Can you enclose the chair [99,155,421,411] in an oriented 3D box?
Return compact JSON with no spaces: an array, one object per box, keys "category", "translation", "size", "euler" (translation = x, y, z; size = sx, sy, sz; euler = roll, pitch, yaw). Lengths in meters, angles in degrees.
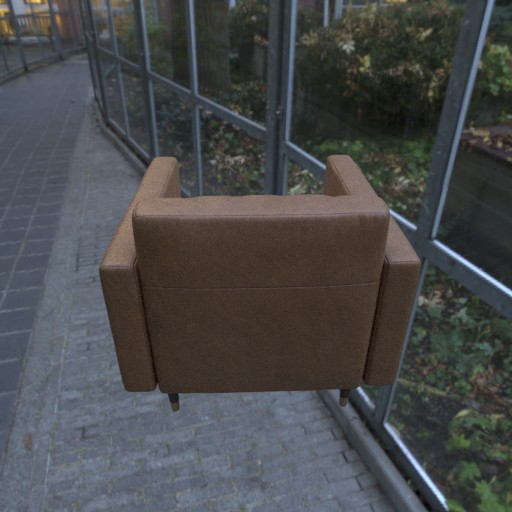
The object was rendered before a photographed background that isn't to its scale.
[{"category":"chair","translation":[0.000,0.000,1.747],"size":[0.953,0.819,0.998],"euler":[-1,31,-2]}]
